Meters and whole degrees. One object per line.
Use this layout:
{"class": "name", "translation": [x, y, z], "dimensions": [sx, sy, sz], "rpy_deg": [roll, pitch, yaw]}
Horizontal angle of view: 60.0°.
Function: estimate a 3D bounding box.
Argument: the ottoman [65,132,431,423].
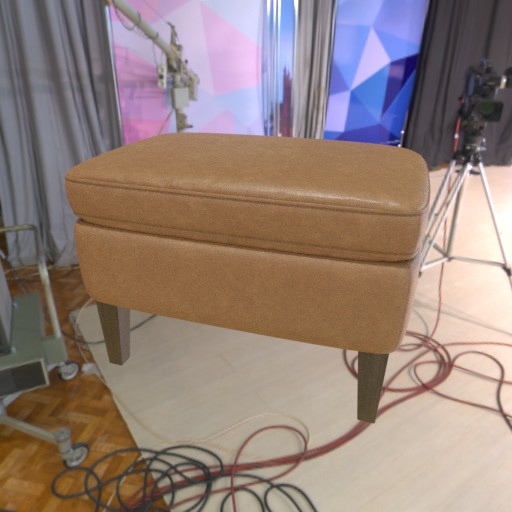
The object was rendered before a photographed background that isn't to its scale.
{"class": "ottoman", "translation": [0.000, 0.000, 0.987], "dimensions": [0.670, 0.480, 0.420], "rpy_deg": [8, 27, 16]}
